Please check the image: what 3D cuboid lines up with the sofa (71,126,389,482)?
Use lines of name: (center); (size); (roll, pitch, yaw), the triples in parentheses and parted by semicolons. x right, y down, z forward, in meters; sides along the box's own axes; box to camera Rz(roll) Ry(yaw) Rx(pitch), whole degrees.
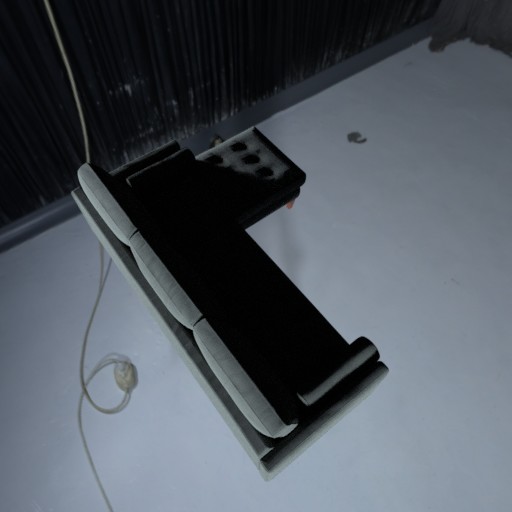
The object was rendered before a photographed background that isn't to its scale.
sofa: (0.000, 0.000, 2.918); (1.506, 0.876, 2.178); (-33, 64, -19)
